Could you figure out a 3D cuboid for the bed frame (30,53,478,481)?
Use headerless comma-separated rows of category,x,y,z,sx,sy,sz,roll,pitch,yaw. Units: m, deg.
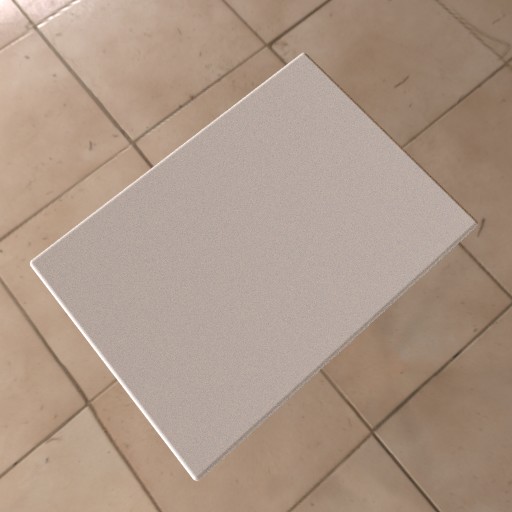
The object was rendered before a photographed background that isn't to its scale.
bed frame,0.000,0.000,2.655,1.956,0.659,1.408,-40,80,-9
